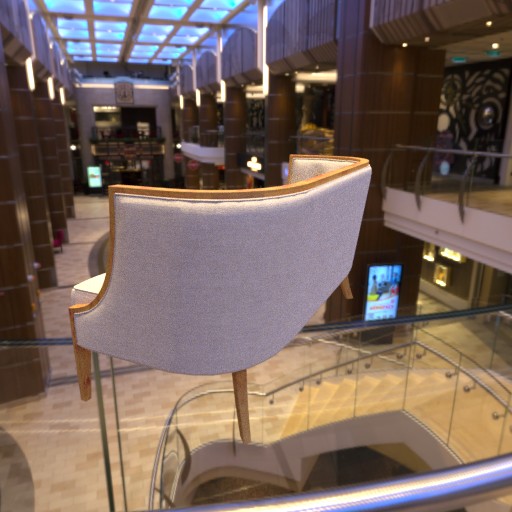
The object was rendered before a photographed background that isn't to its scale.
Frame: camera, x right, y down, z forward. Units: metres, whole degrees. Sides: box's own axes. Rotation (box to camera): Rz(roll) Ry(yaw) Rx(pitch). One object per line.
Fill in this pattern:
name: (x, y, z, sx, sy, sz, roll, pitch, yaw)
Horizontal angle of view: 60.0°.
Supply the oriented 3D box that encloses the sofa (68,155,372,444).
sofa: (0.000, 0.000, 1.947, 0.770, 0.775, 1.474, 8, 18, 24)
